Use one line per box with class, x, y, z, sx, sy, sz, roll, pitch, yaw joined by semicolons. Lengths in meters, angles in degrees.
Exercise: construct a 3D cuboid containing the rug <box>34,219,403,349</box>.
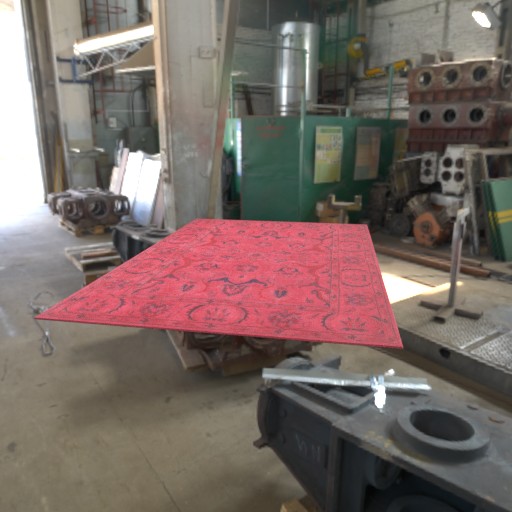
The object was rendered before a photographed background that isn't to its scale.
rug;0.000;0.000;2.262;1.209;0.008;1.814;3;16;10
